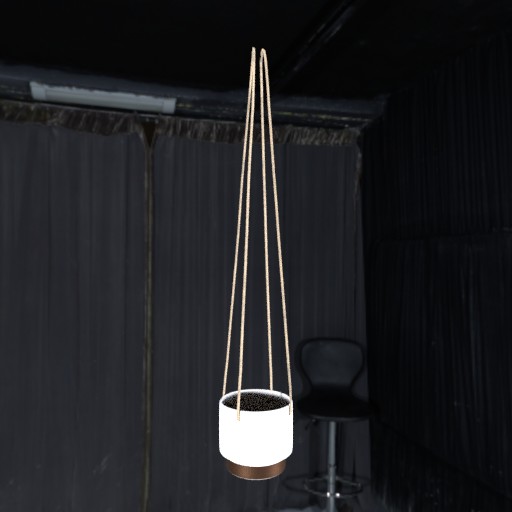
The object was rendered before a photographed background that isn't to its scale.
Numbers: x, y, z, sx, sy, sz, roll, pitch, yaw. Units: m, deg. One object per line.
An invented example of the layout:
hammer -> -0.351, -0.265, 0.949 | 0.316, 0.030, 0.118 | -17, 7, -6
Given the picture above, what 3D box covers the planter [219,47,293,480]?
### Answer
planter -> 0.000, 0.000, 0.891 | 0.146, 0.841, 0.146 | 0, 0, -18
